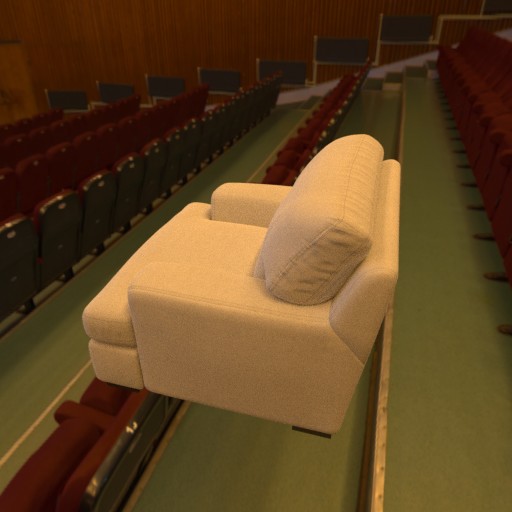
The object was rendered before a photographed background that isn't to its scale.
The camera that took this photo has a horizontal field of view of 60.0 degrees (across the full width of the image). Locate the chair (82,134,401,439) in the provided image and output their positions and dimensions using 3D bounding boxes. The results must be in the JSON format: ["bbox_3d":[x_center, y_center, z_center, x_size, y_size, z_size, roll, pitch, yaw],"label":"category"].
[{"bbox_3d":[0.000,0.000,2.010,1.158,0.930,1.140,8,32,14],"label":"chair"}]
